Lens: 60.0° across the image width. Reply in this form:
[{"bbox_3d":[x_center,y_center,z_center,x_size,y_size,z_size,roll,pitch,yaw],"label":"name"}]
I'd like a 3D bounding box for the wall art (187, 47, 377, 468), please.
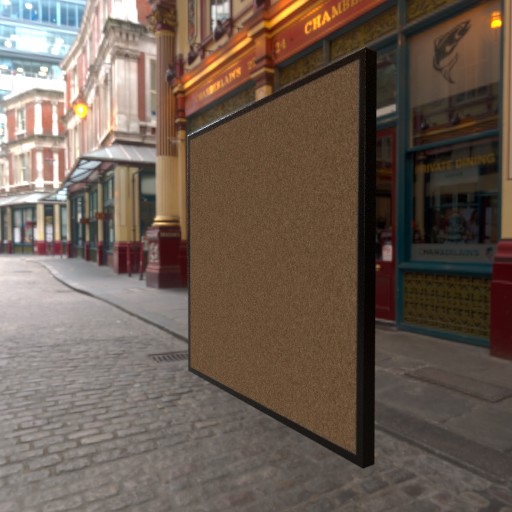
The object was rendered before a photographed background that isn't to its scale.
[{"bbox_3d":[0.000,0.000,0.516,0.014,0.349,0.349,-1,1,-33],"label":"wall art"}]
